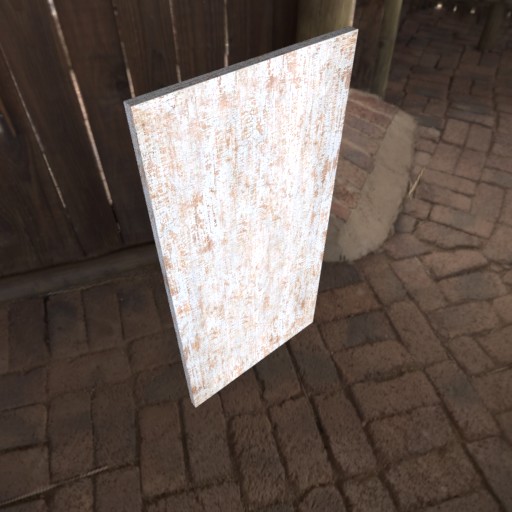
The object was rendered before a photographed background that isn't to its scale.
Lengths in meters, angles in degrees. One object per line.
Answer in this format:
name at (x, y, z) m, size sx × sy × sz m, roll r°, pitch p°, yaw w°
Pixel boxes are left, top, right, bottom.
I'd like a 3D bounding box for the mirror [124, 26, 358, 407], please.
mirror at (0.000, 0.000, 1.057) m, size 0.472 × 0.922 × 0.027 m, roll -31°, pitch 53°, yaw -26°
